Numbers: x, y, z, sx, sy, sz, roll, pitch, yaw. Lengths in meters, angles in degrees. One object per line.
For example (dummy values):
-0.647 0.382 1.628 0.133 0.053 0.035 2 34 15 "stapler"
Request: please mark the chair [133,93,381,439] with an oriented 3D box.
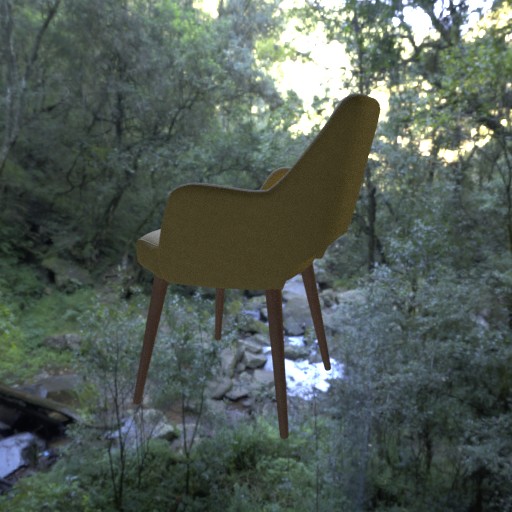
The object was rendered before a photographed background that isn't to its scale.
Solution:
0.000 0.000 1.256 0.610 0.840 0.590 7 17 25 "chair"
